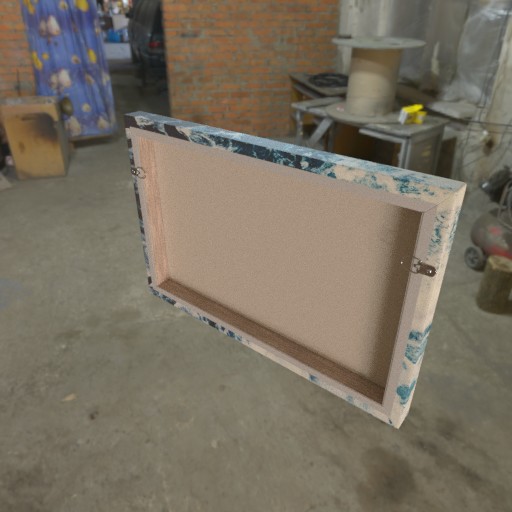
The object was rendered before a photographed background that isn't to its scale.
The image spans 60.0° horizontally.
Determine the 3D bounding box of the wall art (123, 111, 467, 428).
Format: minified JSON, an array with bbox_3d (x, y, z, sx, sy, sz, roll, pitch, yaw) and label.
[{"bbox_3d":[0.000,0.000,0.779,0.609,0.407,0.043,22,37,32],"label":"wall art"}]
